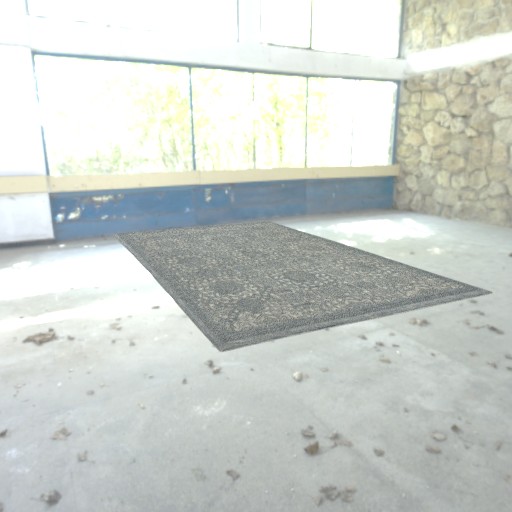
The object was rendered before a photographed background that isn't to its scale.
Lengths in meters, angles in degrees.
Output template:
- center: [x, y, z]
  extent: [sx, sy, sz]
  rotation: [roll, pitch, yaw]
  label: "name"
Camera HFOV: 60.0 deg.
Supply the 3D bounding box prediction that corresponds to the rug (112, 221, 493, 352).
- center: [0.000, 0.000, 3.066]
  extent: [1.535, 0.022, 2.498]
  rotation: [-7, 16, -26]
  label: "rug"
